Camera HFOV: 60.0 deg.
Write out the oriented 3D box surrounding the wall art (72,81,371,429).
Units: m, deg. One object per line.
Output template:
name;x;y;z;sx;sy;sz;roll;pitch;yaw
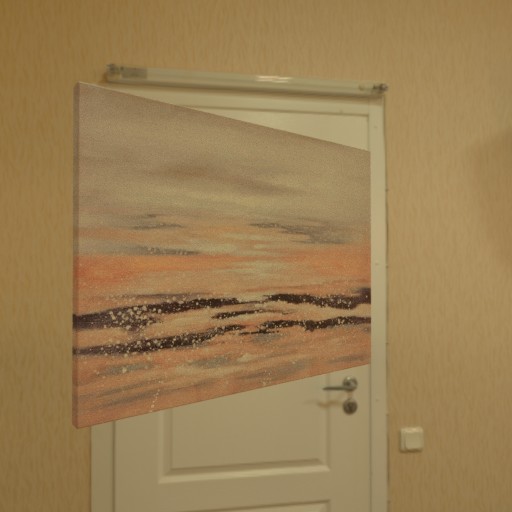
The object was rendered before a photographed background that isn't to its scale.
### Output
wall art;0.000;0.000;1.292;1.015;0.763;0.038;0;-1;-38
